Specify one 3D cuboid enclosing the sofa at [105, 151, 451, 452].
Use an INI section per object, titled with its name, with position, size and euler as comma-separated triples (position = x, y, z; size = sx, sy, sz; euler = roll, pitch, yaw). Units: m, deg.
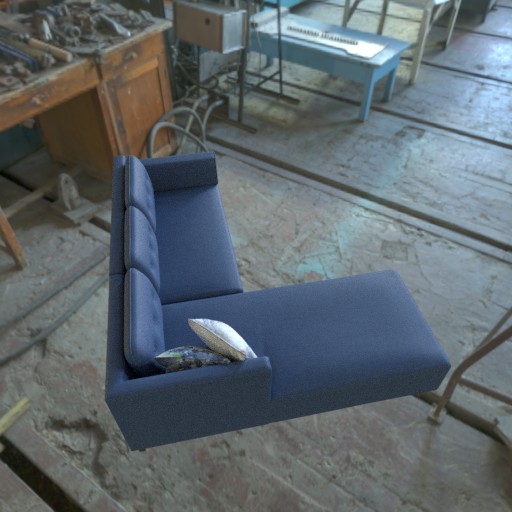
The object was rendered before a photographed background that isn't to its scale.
[sofa]
position = 0.000, 0.000, 3.058
size = 1.829, 0.787, 2.120
euler = -8, 46, -8
